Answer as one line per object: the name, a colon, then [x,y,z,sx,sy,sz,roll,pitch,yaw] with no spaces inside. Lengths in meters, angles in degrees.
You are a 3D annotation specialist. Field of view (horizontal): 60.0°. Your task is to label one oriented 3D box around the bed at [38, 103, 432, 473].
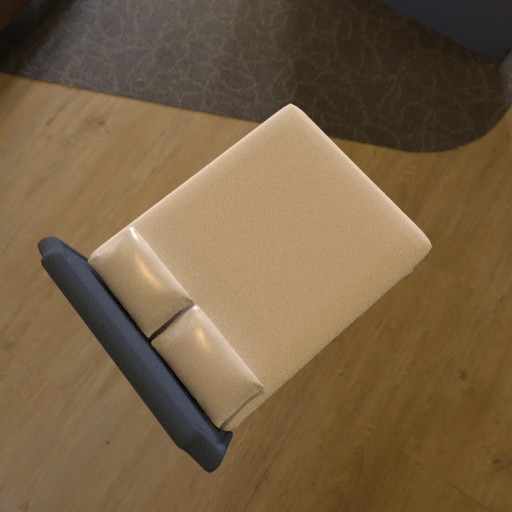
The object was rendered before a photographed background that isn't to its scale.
bed: [0.000,0.000,3.317,2.260,1.297,1.831,-39,79,-10]
